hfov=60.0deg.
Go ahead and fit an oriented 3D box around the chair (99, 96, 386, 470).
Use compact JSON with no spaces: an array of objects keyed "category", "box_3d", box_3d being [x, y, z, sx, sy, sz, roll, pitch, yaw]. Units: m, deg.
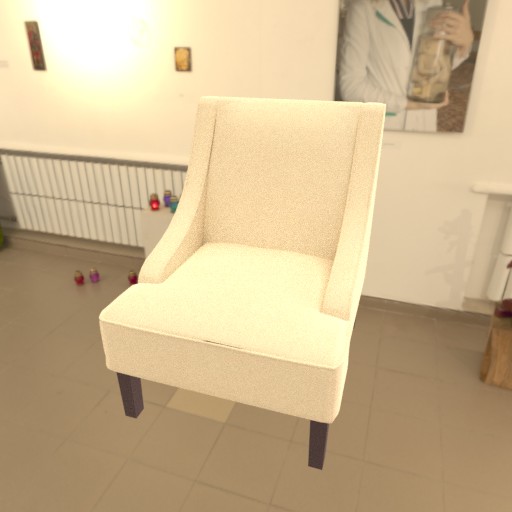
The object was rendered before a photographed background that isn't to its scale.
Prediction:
[{"category":"chair","box_3d":[0.000,0.000,1.441,0.689,0.886,0.806,8,27,16]}]
